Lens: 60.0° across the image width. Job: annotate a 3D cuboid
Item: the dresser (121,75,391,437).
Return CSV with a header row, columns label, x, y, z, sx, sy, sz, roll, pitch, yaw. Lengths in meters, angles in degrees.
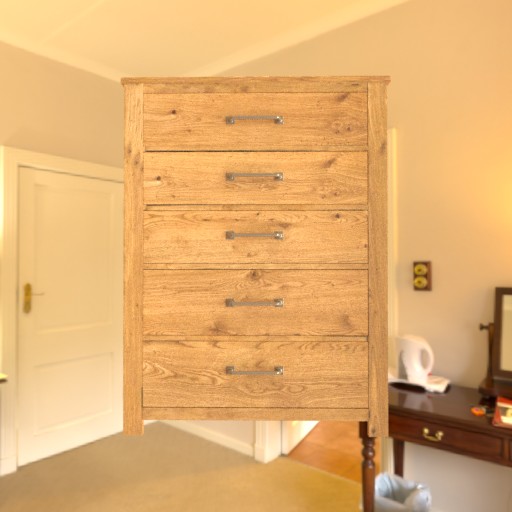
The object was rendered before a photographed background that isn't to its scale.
label,x,y,z,sx,sy,sz,roll,pitch,yaw
dresser,0.000,0.000,1.998,1.081,1.431,0.558,0,-1,1
